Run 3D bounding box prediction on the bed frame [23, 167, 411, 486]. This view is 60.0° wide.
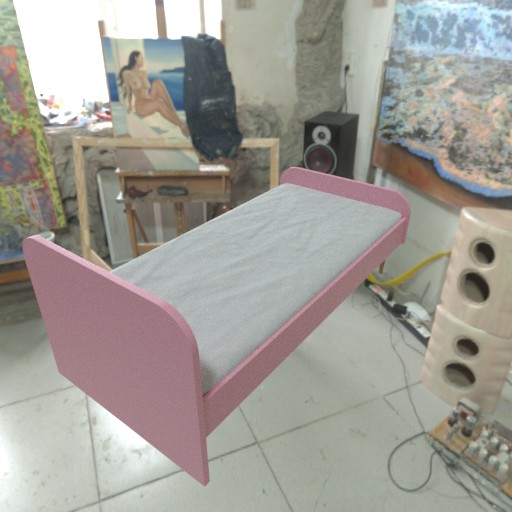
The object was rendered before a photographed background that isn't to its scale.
[{"bbox_3d":[0.000,0.000,2.445,0.998,0.805,1.963,21,36,32],"label":"bed frame"}]
